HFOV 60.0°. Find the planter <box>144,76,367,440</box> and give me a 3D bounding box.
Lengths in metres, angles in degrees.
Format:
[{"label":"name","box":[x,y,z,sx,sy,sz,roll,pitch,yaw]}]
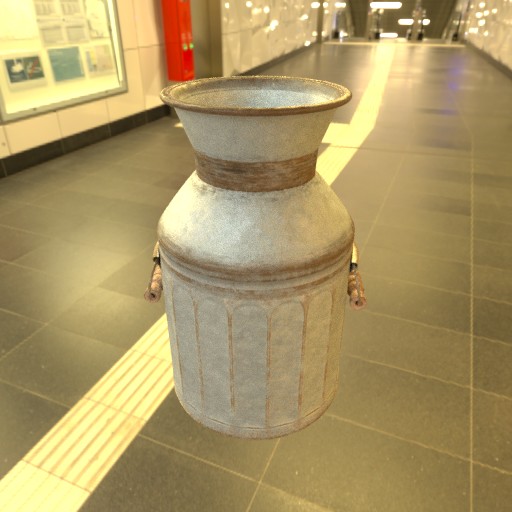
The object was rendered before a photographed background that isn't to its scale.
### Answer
[{"label":"planter","box":[0.000,0.000,0.501,0.248,0.358,0.215,2,30,3]}]
